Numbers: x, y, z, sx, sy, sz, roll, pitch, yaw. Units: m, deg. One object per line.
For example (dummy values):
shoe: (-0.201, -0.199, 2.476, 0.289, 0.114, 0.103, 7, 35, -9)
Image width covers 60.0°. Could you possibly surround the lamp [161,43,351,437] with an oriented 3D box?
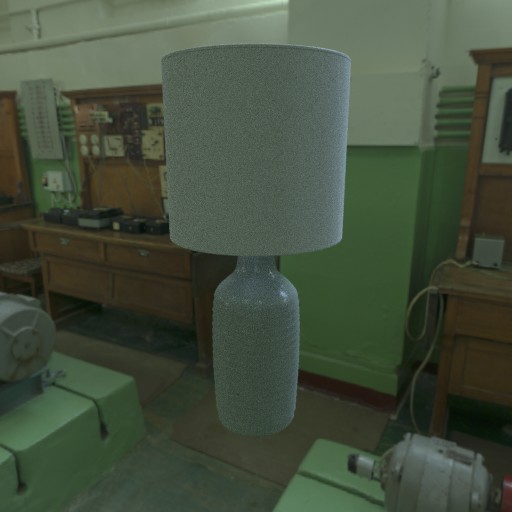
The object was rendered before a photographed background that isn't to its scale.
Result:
lamp: (0.000, 0.000, 0.587, 0.220, 0.475, 0.220, 7, 17, 26)
